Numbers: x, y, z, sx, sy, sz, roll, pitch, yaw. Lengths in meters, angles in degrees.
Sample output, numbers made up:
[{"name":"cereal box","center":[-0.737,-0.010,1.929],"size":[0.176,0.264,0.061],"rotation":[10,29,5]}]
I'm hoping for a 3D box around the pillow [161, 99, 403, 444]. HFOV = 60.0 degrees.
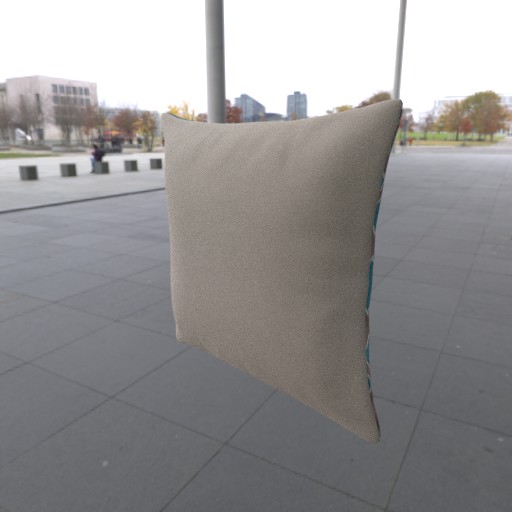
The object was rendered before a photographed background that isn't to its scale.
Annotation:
[{"name":"pillow","center":[0.000,0.000,0.794],"size":[0.526,0.507,0.166],"rotation":[14,21,43]}]
